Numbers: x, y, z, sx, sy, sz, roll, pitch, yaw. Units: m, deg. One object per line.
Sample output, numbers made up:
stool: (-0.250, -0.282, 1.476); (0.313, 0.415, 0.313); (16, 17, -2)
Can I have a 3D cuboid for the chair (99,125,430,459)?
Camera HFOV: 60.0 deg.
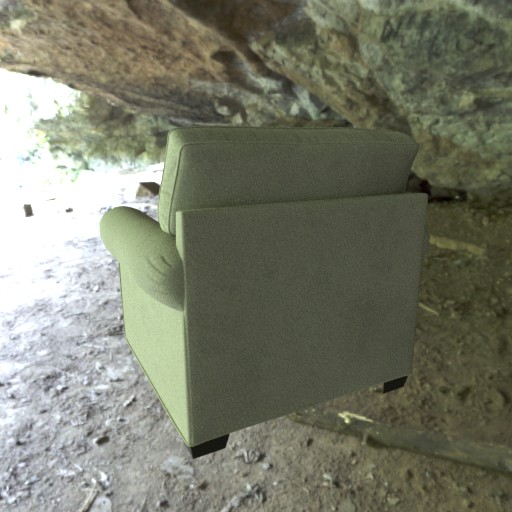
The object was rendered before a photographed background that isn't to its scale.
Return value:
chair: (0.000, 0.000, 1.891); (1.147, 1.044, 0.939); (-8, 16, -27)
